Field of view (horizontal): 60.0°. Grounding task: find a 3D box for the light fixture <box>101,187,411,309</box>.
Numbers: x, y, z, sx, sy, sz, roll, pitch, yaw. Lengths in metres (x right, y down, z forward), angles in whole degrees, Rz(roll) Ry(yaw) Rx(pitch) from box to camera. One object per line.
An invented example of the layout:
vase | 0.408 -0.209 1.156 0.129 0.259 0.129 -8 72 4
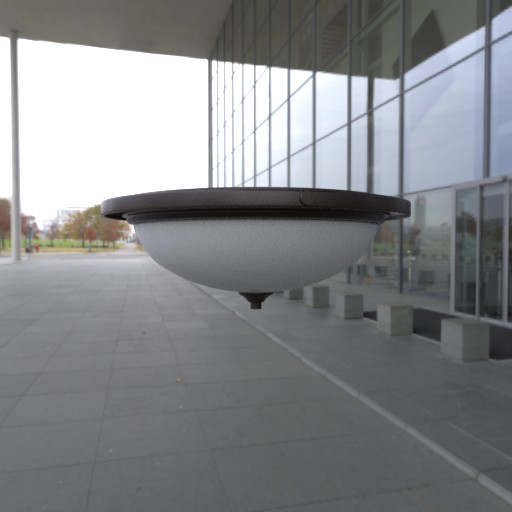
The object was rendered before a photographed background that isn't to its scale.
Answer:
light fixture | 0.000 0.000 0.548 0.361 0.130 0.361 0 2 0
